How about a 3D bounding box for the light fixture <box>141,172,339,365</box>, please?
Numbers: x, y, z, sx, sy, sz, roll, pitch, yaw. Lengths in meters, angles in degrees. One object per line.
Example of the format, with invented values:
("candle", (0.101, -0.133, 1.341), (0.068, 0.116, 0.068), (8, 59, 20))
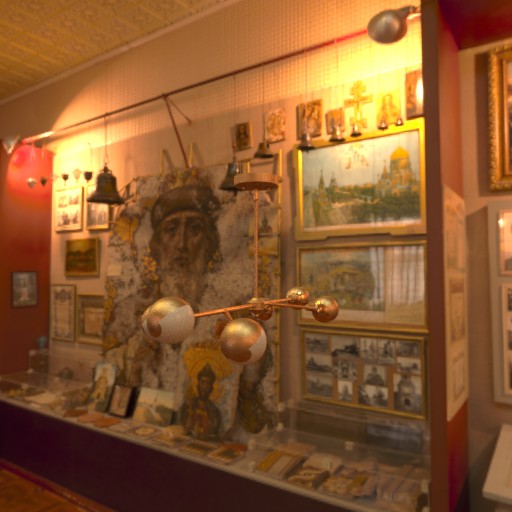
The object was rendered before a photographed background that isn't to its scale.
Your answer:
("light fixture", (0.000, 0.000, 1.013), (0.434, 0.362, 0.778), (-2, -3, 36))
